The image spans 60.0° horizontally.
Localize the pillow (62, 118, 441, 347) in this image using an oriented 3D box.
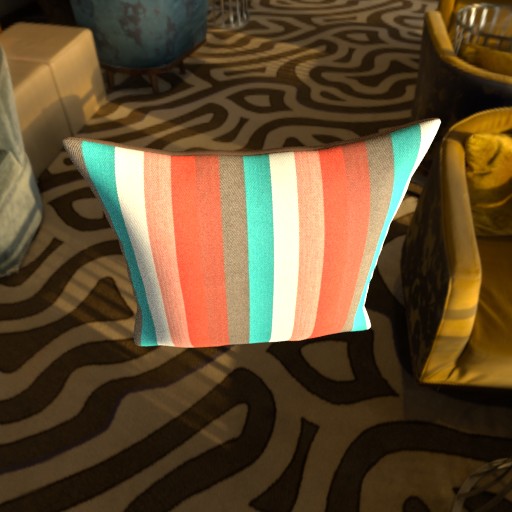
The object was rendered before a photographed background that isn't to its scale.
[{"bbox_3d":[0.000,0.000,0.687,0.453,0.443,0.168,-4,46,-4],"label":"pillow"}]
